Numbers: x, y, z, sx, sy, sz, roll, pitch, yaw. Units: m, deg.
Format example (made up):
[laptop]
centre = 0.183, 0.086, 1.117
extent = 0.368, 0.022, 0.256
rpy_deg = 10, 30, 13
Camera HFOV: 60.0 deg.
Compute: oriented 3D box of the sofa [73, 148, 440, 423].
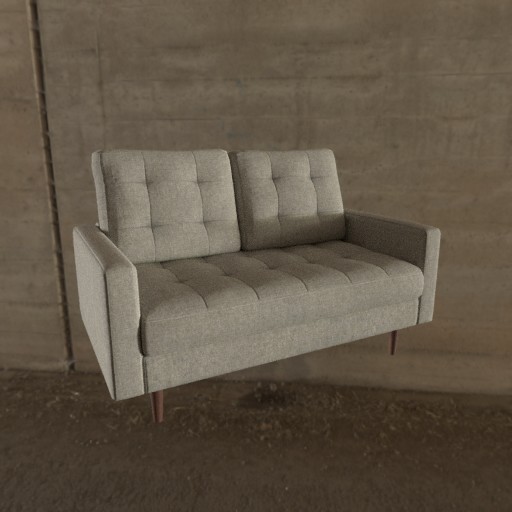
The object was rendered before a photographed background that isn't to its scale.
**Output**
[sofa]
centre = 0.000, 0.000, 1.940
extent = 1.407, 0.907, 0.842
rpy_deg = -7, 16, -27
